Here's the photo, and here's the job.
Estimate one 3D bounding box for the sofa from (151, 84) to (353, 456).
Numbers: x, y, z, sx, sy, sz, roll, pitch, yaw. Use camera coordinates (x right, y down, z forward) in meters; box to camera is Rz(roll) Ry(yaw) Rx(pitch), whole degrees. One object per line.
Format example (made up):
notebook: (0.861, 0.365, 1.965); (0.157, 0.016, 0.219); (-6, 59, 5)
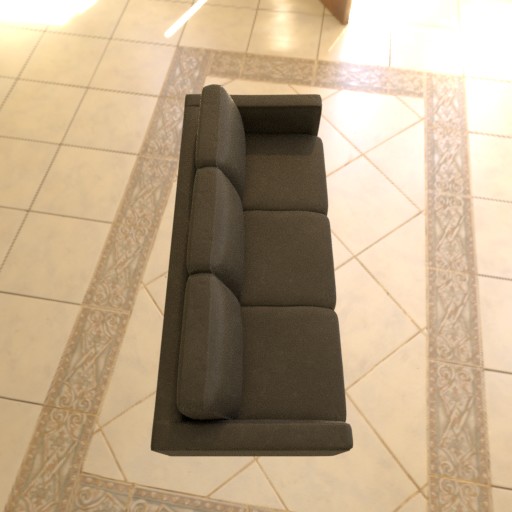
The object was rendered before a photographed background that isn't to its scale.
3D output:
sofa: (0.000, 0.000, 2.486); (0.879, 0.899, 2.029); (0, 63, 0)
